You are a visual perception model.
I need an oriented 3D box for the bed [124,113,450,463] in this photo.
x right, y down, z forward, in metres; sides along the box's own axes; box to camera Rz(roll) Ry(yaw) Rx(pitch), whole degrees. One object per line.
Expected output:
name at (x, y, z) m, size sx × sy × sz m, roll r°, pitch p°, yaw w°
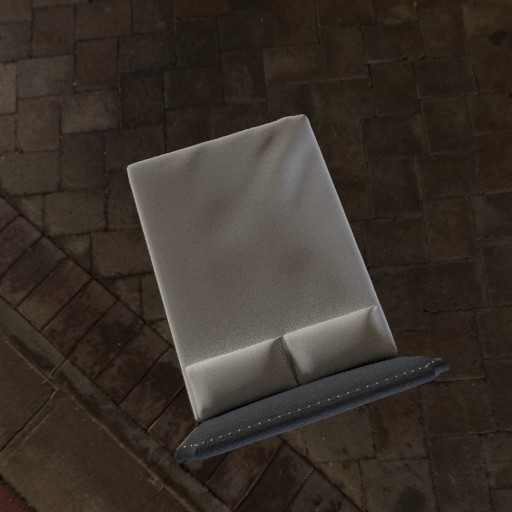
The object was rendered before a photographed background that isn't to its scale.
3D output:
bed at (0.000, 0.000, 3.422) m, size 1.713 × 1.443 × 2.372 m, roll -17°, pitch 77°, yaw -4°
